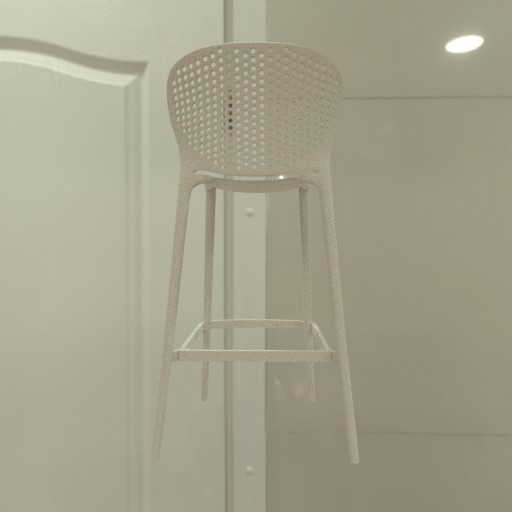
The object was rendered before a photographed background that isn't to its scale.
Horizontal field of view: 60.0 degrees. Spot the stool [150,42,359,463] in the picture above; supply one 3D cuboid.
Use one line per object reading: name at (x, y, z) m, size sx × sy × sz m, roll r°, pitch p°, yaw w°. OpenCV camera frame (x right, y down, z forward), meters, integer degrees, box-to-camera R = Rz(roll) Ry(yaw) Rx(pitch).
stool at (0.000, 0.000, 1.342) m, size 0.536 × 1.045 × 0.535 m, roll 0°, pitch 1°, yaw 1°
